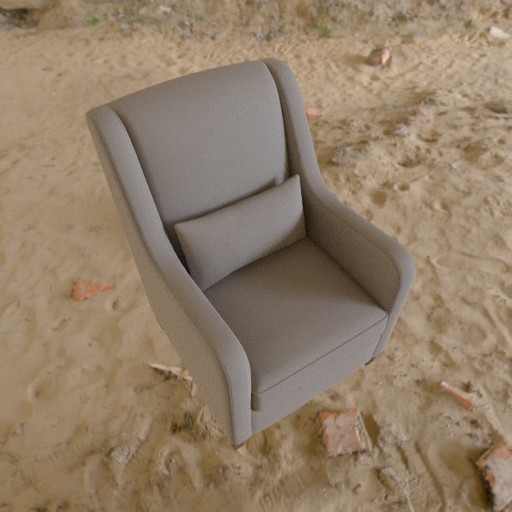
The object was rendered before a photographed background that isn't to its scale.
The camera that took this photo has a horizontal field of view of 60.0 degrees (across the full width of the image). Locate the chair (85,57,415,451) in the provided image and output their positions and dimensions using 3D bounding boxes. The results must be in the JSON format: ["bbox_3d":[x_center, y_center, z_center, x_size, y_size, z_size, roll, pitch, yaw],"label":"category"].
[{"bbox_3d":[0.000,0.000,1.584,0.715,1.010,0.863,-25,53,-21],"label":"chair"}]
